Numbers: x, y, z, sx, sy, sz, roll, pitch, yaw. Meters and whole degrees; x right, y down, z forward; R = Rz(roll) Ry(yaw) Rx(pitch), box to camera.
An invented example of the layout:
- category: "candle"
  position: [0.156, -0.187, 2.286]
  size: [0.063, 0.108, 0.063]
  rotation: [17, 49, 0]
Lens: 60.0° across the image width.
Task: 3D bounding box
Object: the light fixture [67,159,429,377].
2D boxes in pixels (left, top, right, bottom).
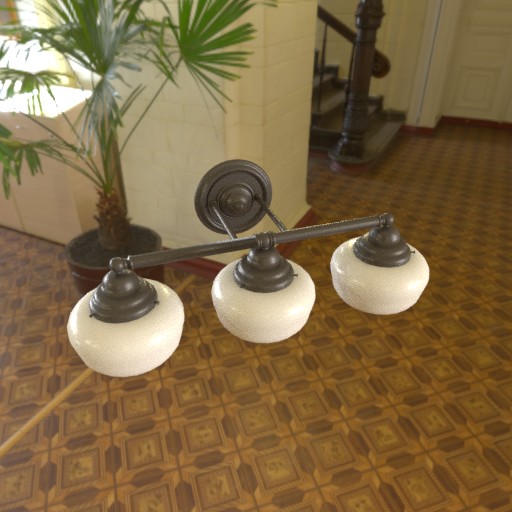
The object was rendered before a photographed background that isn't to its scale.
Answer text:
- category: "light fixture"
  position: [0.000, 0.000, 0.713]
  size: [0.587, 0.242, 0.239]
  rotation: [-10, 33, -16]
